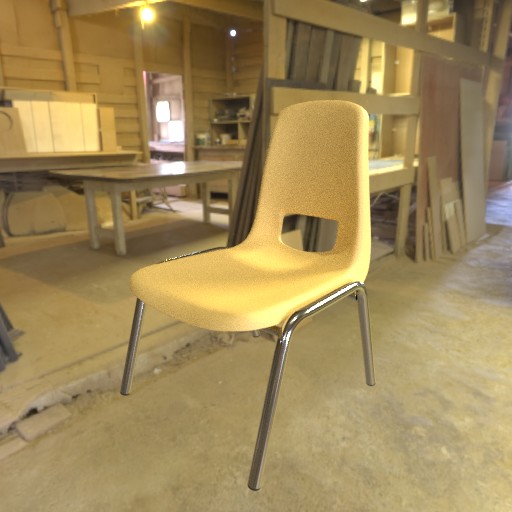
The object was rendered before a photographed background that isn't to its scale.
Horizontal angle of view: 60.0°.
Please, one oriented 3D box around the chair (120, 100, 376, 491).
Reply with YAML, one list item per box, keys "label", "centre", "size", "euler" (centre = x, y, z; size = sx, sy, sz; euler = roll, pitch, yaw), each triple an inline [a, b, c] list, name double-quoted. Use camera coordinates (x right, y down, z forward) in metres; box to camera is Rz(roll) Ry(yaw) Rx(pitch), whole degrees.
- label: "chair"
  centre: [0.000, 0.000, 0.786]
  size: [0.354, 0.536, 0.385]
  euler: [14, 21, 41]
